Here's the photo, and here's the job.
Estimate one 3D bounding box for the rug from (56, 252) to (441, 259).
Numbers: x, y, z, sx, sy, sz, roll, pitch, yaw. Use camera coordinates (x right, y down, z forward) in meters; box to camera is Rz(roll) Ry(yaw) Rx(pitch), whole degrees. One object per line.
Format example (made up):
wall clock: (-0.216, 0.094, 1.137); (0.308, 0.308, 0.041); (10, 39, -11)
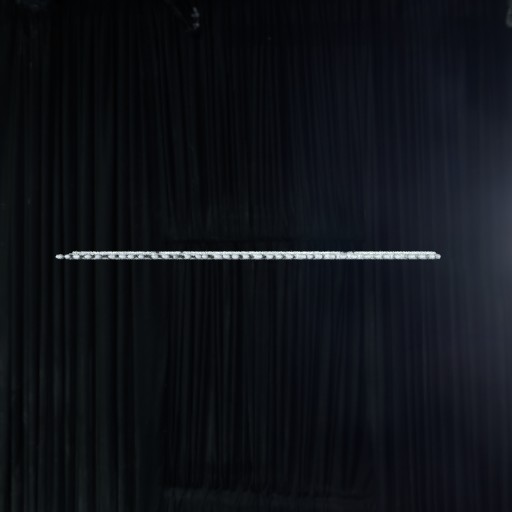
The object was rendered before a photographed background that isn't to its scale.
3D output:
rug: (0.000, 0.000, 2.831); (1.494, 0.031, 2.307); (0, 0, 1)
